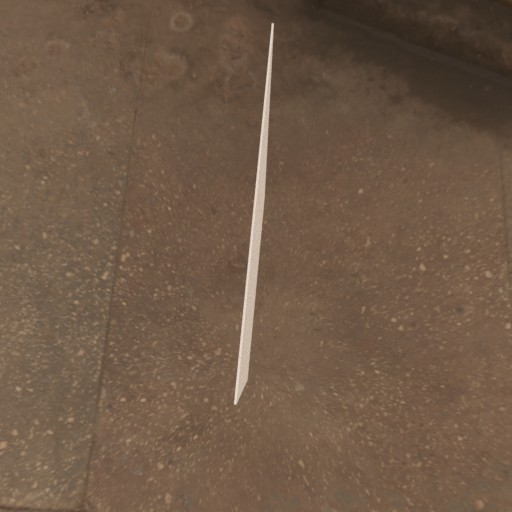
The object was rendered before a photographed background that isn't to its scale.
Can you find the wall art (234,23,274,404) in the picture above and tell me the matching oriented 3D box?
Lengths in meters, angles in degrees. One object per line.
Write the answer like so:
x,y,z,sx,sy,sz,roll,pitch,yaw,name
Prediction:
0.000,0.000,0.800,0.003,0.610,0.457,5,77,1,wall art
